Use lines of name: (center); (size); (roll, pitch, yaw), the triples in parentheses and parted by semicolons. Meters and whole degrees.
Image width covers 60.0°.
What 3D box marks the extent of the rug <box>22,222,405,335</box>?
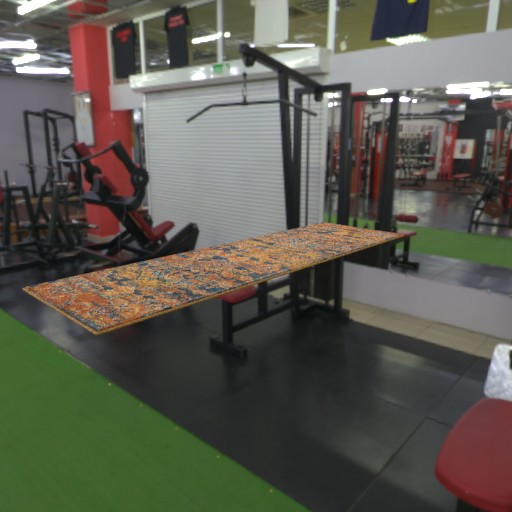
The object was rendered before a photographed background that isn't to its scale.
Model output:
rug: (0.000, 0.000, 2.019); (0.556, 0.013, 1.820); (14, 20, 42)
